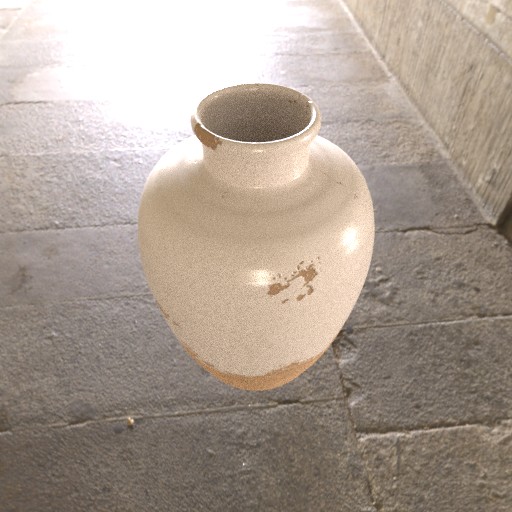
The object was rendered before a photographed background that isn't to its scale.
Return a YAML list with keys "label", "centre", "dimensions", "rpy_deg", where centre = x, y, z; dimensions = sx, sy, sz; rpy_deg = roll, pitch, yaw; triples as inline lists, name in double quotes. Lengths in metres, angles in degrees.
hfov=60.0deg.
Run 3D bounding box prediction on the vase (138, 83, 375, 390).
- label: "vase"
  centre: [0.000, 0.000, 0.322]
  dimensions: [0.158, 0.228, 0.158]
  rpy_deg: [0, 46, 0]
